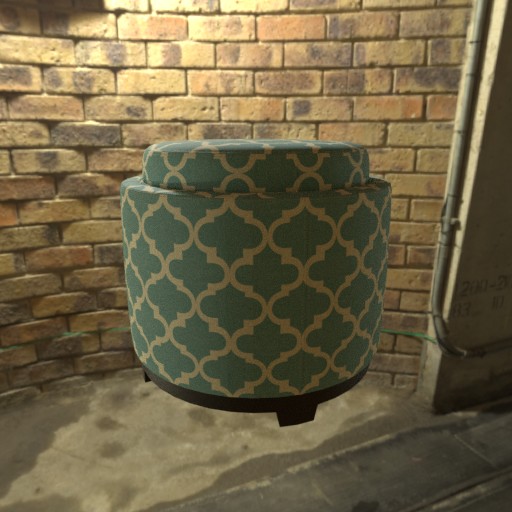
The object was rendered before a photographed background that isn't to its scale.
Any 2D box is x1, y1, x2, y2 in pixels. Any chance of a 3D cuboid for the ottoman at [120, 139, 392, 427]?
[{"bbox_3d":[0.000,0.000,0.841,0.480,0.429,0.480,0,16,0],"label":"ottoman"}]
